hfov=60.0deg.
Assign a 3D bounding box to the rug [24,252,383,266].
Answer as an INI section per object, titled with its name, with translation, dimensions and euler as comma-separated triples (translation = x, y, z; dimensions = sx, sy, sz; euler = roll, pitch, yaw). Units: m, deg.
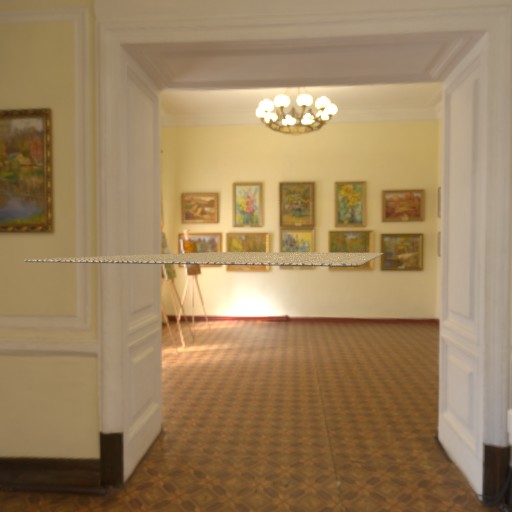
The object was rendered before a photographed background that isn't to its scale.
[rug]
translation = 0.000, 0.000, 2.180
dimensions = 1.144, 0.008, 1.752
euler = 0, 1, 18
